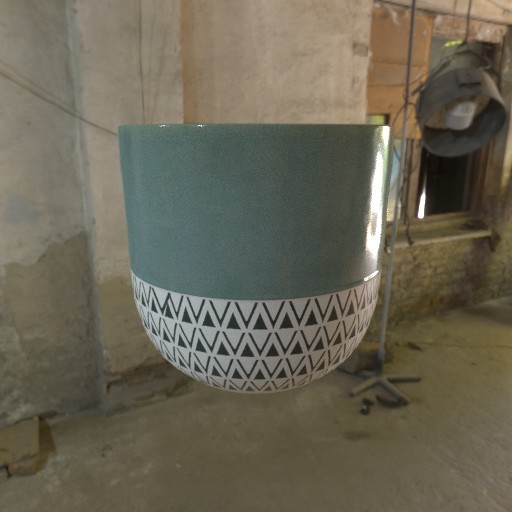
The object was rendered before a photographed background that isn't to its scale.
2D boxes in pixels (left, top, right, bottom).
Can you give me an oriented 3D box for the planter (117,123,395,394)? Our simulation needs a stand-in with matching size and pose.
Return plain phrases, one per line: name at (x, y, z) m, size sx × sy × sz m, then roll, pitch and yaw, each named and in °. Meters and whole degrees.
planter at (0.000, 0.000, 0.478) m, size 0.266 × 0.270 × 0.266 m, roll 0°, pitch 16°, yaw 0°
